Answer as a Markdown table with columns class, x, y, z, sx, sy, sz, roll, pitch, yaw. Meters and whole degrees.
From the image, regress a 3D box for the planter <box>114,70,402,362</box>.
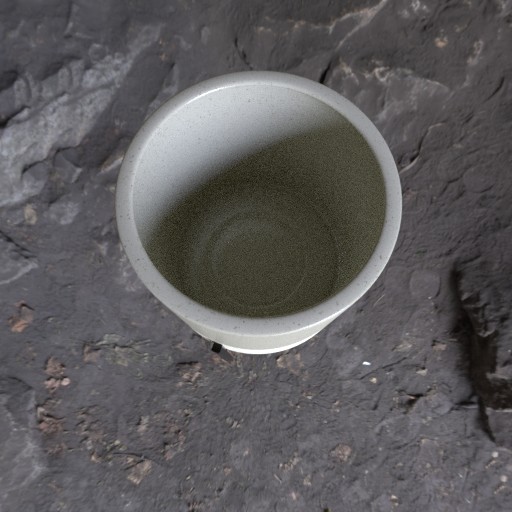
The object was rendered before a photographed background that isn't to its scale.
| class | x | y | z | sx | sy | sz | roll | pitch | yaw |
| --- | --- | --- | --- | --- | --- | --- | --- | --- | --- |
| planter | 0.000 | 0.000 | 0.343 | 0.152 | 0.230 | 0.159 | 20 | 75 | 6 |
